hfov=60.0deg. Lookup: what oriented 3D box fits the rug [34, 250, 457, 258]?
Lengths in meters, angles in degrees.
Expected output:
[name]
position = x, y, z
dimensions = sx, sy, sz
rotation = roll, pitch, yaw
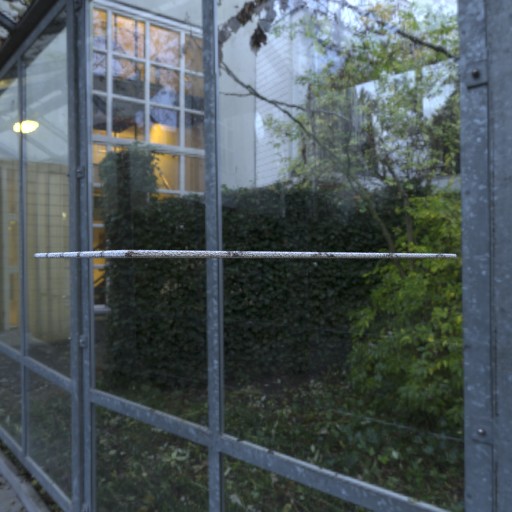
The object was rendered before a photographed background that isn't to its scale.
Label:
[rug]
position = 0.000, 0.000, 2.992
dimensions = 2.438, 0.030, 1.524
rotation = 0, 0, -38
